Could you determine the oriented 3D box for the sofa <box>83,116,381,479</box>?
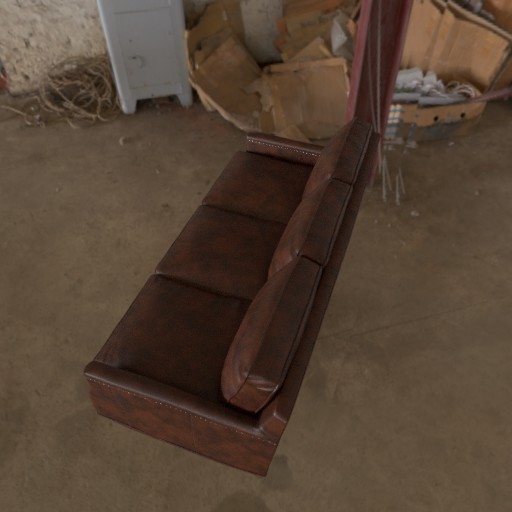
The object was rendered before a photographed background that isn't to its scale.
[{"bbox_3d":[0.000,0.000,2.768,1.084,1.003,2.240,15,49,13],"label":"sofa"}]
